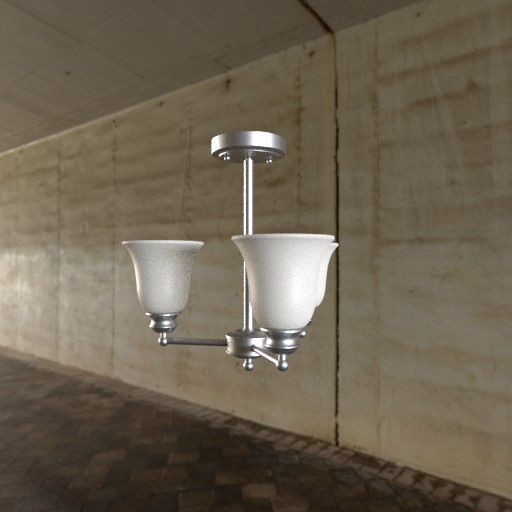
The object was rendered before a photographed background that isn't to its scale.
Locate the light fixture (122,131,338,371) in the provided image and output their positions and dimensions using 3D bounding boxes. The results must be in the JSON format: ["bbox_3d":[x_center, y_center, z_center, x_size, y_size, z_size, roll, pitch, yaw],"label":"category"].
[{"bbox_3d":[0.000,0.000,0.682,0.388,0.370,0.354,0,-1,-18],"label":"light fixture"}]
